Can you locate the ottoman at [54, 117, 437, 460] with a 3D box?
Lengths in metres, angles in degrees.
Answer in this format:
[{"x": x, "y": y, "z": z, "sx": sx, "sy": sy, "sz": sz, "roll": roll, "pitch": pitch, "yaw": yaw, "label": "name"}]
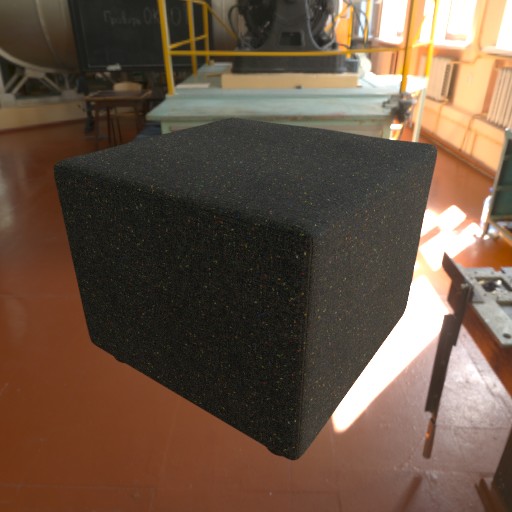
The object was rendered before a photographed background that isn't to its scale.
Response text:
[{"x": 0.000, "y": 0.000, "z": 0.874, "sx": 0.508, "sy": 0.432, "sz": 0.508, "roll": 18, "pitch": 33, "yaw": 31, "label": "ottoman"}]
